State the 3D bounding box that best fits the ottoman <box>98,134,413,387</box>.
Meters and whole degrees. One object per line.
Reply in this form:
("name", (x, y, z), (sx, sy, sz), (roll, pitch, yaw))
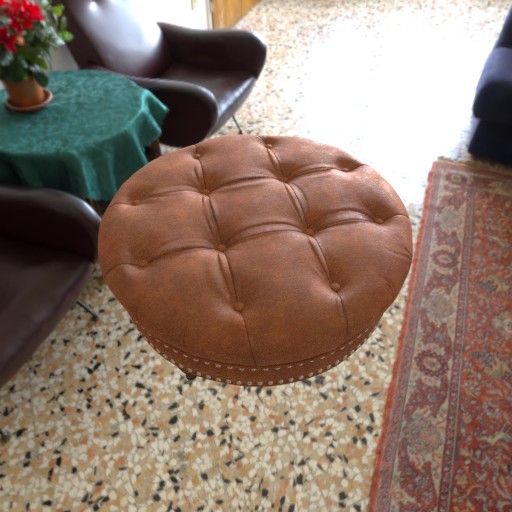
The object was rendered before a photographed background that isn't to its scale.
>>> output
("ottoman", (0.000, 0.000, 1.408), (0.901, 0.444, 0.901), (0, 47, 0))
